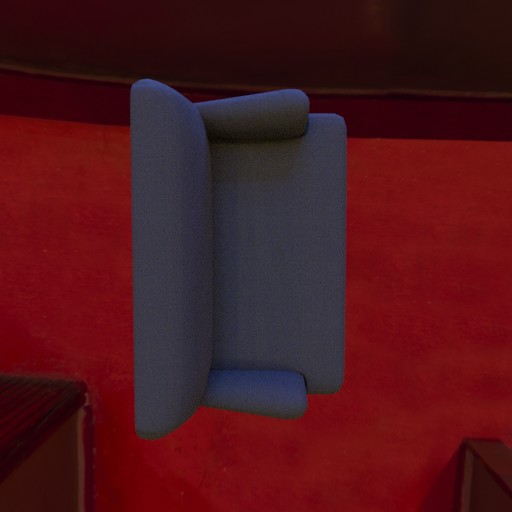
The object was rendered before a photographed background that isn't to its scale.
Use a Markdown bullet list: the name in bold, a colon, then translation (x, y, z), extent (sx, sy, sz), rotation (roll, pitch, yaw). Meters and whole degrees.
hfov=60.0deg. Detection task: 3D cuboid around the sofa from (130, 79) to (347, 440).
- **sofa**: translation (0.000, 0.000, 1.844), extent (0.779, 0.889, 1.297), rotation (0, 93, 1)
